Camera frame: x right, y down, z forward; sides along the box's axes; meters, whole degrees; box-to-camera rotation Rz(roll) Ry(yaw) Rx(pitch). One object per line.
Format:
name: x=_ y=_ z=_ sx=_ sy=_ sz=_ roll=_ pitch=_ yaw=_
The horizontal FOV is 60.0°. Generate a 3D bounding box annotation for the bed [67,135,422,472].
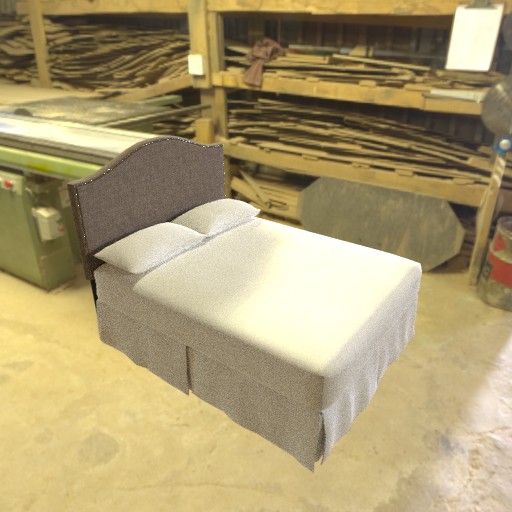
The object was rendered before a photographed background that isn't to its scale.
bed: x=0.000 y=0.000 z=3.354 sx=2.153 sy=1.518 sz=1.713 roll=18 pitch=32 yaw=32
